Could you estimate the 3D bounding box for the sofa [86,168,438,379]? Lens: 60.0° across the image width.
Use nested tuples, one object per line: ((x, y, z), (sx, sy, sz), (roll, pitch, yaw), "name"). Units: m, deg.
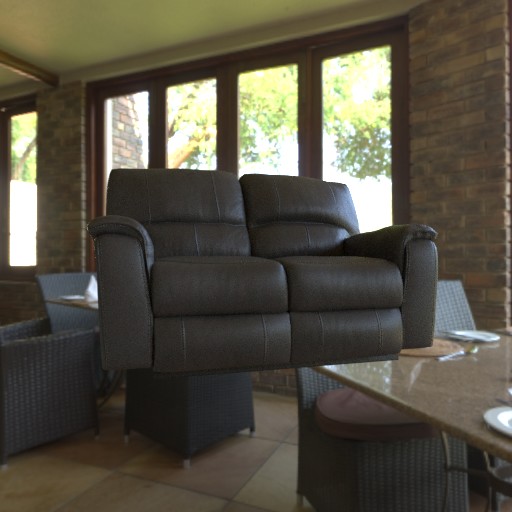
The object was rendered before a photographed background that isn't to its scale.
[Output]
((0.000, 0.000, 2.529), (1.765, 1.111, 1.104), (0, 0, -17), "sofa")
